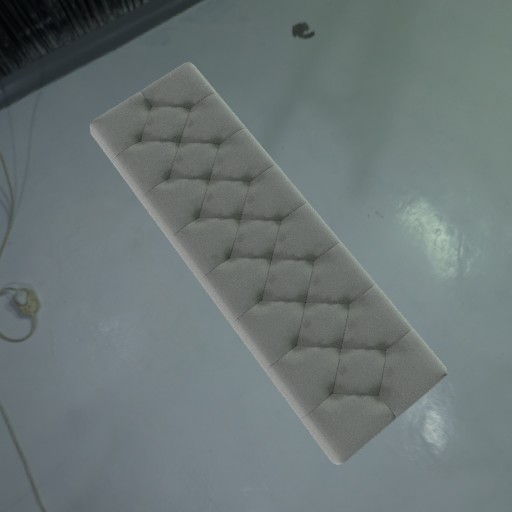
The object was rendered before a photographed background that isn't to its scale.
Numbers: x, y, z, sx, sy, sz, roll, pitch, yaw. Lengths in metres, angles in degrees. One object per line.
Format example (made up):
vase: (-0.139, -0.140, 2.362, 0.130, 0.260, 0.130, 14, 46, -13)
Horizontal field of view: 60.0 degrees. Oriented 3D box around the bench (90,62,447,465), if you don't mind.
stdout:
bench: (0.000, 0.000, 1.745, 0.479, 0.488, 1.488, -36, 78, -9)
